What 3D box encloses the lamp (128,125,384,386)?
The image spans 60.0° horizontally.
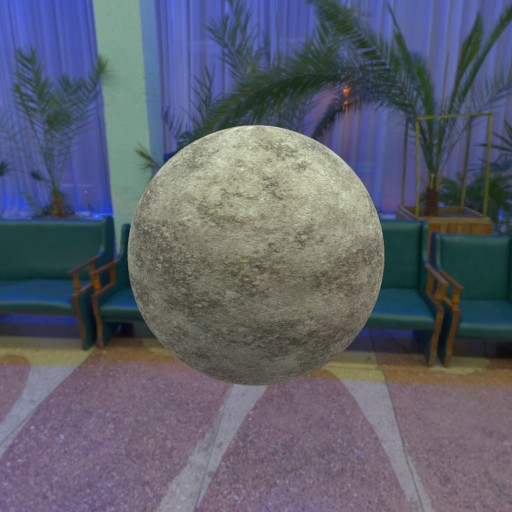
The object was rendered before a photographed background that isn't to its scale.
[{"bbox_3d":[0.000,0.000,0.759,0.422,0.429,0.422,0,17,0],"label":"lamp"}]
